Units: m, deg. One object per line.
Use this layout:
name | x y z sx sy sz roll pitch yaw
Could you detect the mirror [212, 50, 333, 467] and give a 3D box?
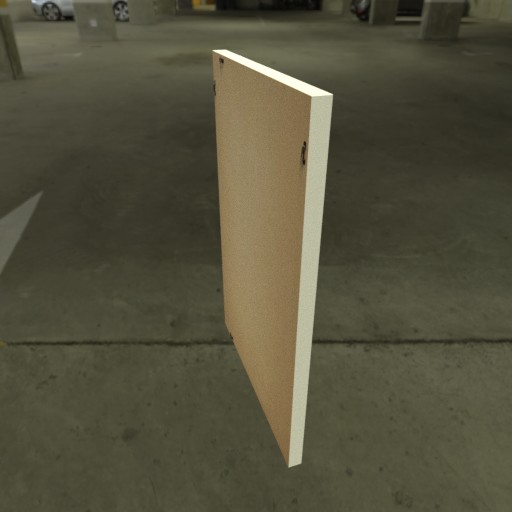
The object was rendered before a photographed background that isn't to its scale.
mirror | 0.000 0.000 1.152 0.041 0.914 0.609 -10 33 -16
